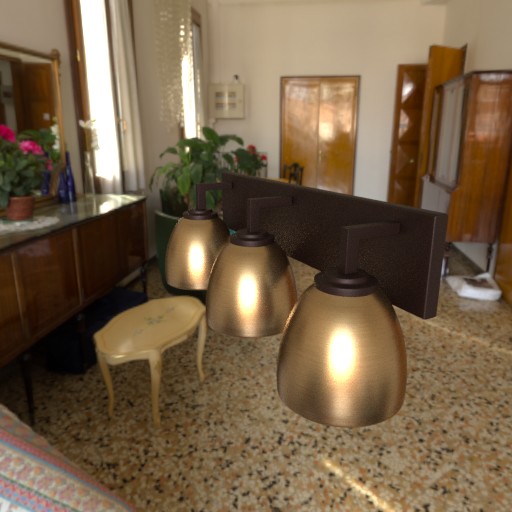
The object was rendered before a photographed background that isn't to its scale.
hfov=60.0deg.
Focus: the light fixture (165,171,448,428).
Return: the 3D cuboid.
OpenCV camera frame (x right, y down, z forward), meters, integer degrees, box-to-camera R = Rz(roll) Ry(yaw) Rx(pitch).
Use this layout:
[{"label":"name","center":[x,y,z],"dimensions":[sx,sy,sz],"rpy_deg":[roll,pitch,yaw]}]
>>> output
[{"label":"light fixture","center":[0.000,0.000,0.668],"dimensions":[0.157,0.204,0.582],"rpy_deg":[-8,18,-26]}]
